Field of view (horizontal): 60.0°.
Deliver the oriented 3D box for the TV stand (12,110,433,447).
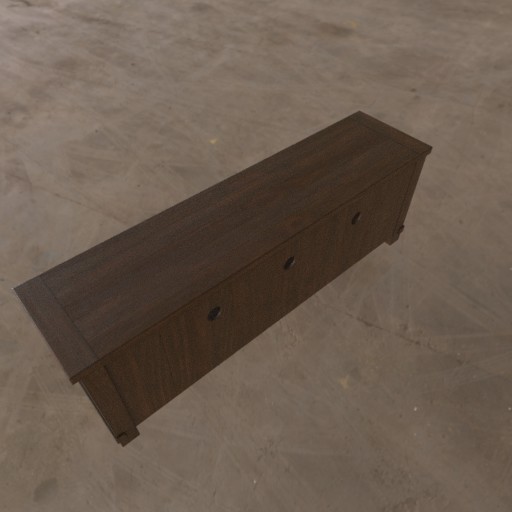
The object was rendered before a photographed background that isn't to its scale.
[{"bbox_3d":[0.000,0.000,2.070,1.866,0.615,0.471,-32,55,-26],"label":"TV stand"}]
